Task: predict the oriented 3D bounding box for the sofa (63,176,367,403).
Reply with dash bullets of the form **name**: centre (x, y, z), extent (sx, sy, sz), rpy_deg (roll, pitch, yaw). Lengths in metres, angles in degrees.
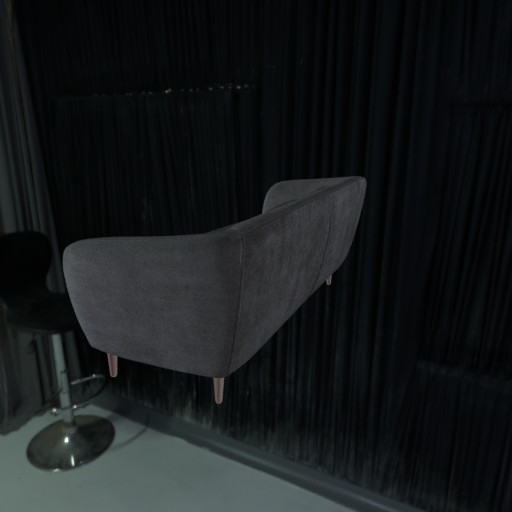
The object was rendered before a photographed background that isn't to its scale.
- **sofa**: centre (0.000, 0.000, 2.772), extent (0.956, 0.875, 2.296), rpy_deg (8, 18, 24)
